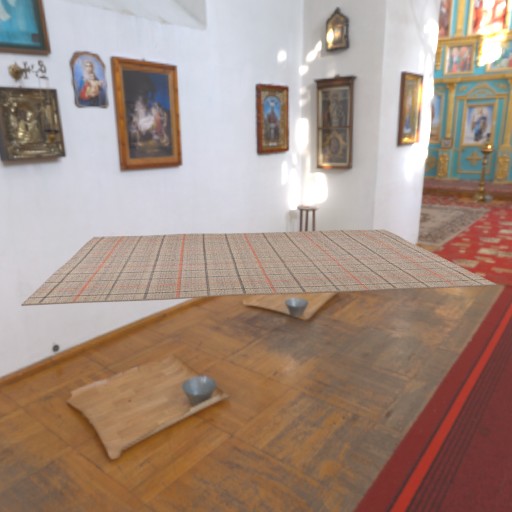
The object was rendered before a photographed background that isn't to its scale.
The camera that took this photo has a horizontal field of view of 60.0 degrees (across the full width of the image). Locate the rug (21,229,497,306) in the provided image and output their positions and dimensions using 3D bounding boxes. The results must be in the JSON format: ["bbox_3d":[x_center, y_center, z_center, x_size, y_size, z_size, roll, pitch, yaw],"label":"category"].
[{"bbox_3d":[0.000,0.000,2.982,2.439,0.015,1.524,-2,15,-7],"label":"rug"}]
